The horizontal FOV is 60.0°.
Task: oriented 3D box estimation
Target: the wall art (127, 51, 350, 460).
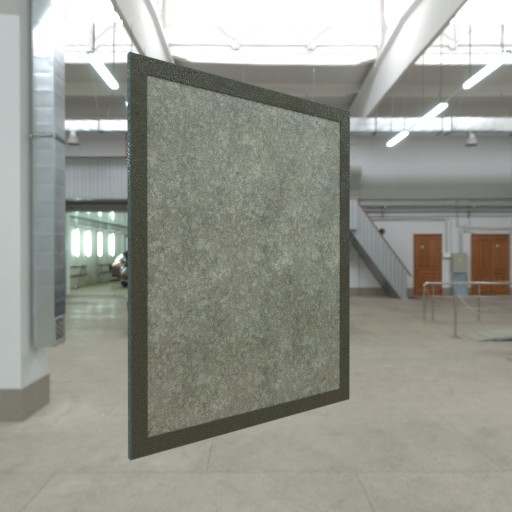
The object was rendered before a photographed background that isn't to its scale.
[{"bbox_3d":[0.000,0.000,1.301,0.767,0.983,0.030,0,1,-36],"label":"wall art"}]
